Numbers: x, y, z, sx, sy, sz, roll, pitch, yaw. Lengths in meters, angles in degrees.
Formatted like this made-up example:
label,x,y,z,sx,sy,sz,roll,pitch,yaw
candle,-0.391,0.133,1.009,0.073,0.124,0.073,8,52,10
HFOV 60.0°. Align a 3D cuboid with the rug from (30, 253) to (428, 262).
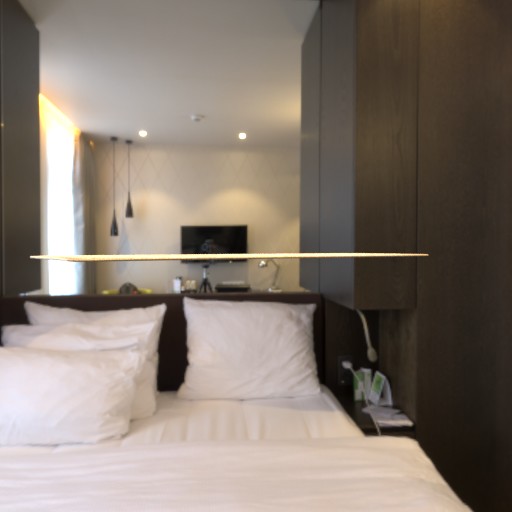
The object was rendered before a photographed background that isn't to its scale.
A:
label,x,y,z,sx,sy,sz,roll,pitch,yaw
rug,0.000,0.000,2.787,2.452,0.017,0.855,-1,1,-37
